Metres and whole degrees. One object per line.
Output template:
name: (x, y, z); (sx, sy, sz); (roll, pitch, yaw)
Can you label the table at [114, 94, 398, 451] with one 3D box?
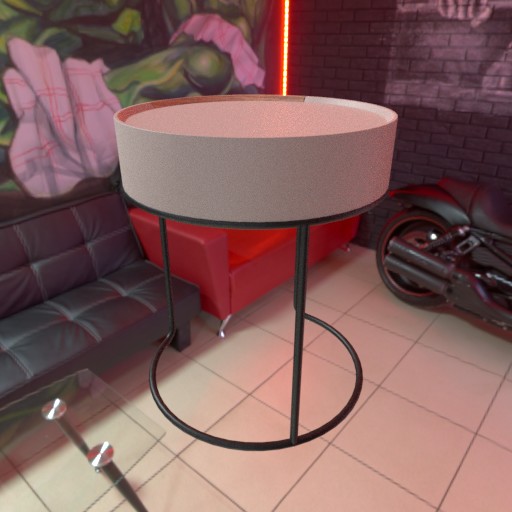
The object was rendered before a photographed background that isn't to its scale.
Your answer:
table: (0.000, 0.000, 0.840); (0.450, 0.530, 0.450); (0, 26, 0)
